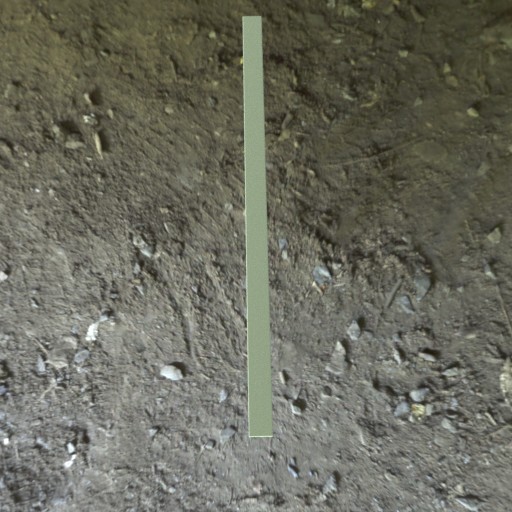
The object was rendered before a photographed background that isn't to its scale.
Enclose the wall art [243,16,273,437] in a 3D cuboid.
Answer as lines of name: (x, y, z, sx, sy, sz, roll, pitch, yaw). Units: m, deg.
wall art: (0.000, 0.000, 1.128, 0.036, 0.760, 0.760, -1, 75, 0)
